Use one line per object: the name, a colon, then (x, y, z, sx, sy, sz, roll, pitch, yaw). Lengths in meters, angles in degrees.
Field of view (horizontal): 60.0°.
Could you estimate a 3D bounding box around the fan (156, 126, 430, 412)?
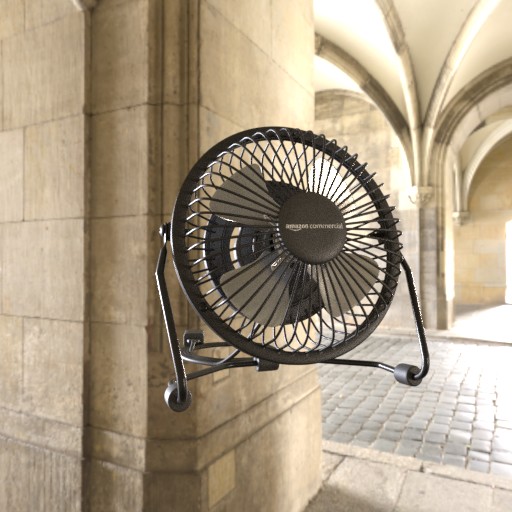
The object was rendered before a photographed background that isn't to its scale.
fan: (0.000, 0.000, 0.313, 0.153, 0.152, 0.202, 0, -1, -19)
